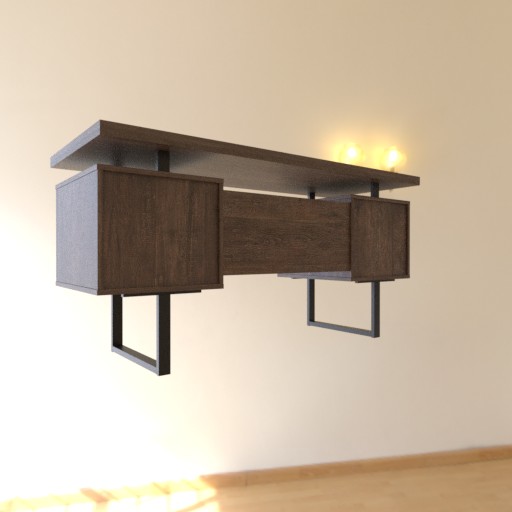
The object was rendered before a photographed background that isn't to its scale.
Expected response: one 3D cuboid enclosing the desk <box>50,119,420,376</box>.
[{"bbox_3d":[0.000,0.000,1.920,1.524,0.760,0.600,0,0,-37],"label":"desk"}]
